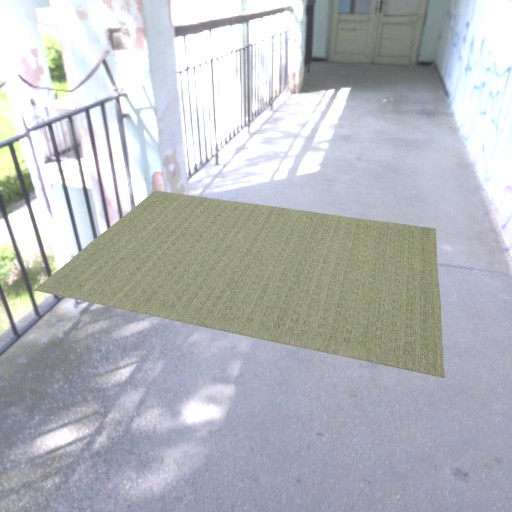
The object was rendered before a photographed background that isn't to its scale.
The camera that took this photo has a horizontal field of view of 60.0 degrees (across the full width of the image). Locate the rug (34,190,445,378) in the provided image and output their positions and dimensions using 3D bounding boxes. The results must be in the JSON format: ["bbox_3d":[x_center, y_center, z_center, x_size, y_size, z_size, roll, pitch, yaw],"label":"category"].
[{"bbox_3d":[0.000,0.000,2.234,1.747,0.006,1.143,9,33,15],"label":"rug"}]
